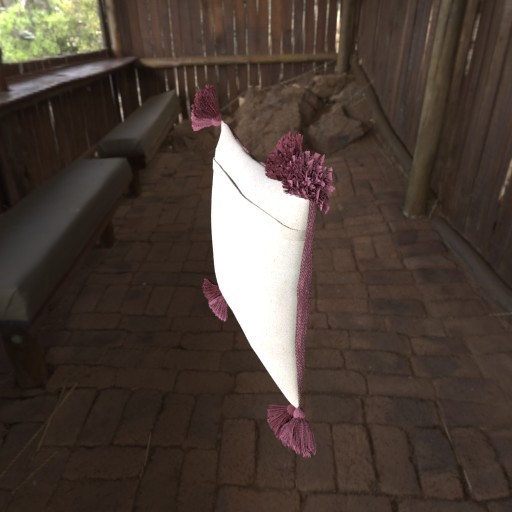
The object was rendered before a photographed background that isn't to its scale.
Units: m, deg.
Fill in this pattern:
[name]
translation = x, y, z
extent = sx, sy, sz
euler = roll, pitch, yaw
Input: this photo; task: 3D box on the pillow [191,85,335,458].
[pillow]
translation = 0.000, 0.000, 0.977
extent = 0.138, 0.659, 0.641
euler = -10, 31, -18
